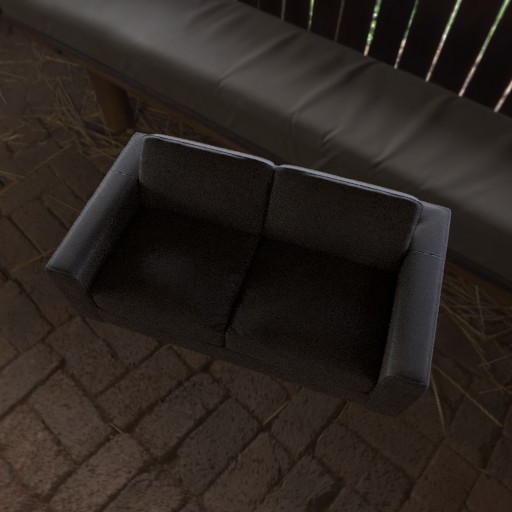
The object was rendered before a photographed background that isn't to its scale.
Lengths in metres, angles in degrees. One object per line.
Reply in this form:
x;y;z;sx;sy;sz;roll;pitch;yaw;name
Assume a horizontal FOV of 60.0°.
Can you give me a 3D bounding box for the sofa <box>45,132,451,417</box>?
0.000;0.000;2.453;1.920;0.800;1.070;16;59;10;sofa
